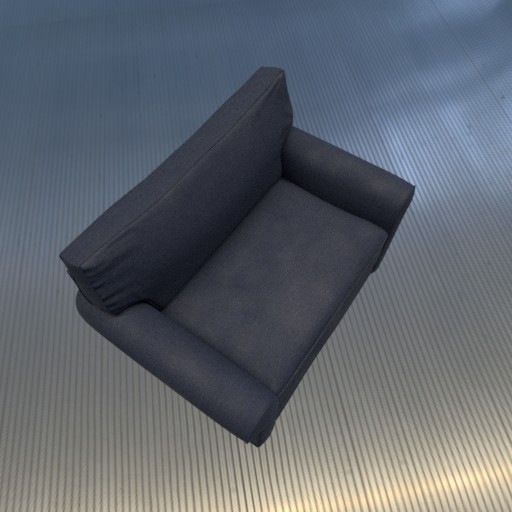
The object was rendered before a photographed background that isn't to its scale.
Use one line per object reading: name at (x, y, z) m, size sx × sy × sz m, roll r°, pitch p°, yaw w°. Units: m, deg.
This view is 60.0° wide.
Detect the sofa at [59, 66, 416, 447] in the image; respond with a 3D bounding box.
sofa at (0.000, 0.000, 2.065) m, size 0.938 × 1.004 × 1.405 m, roll 31°, pitch 64°, yaw 17°
